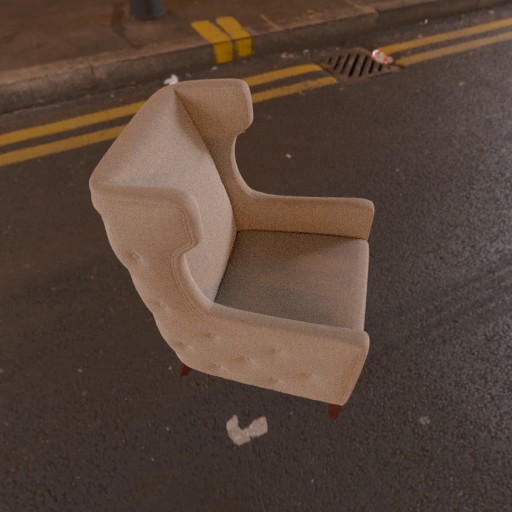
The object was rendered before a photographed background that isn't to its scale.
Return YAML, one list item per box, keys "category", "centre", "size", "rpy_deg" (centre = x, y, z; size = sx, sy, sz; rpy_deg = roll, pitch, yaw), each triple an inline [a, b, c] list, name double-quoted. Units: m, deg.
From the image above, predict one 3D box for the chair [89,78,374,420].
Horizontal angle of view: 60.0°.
- category: "chair"
  centre: [0.000, 0.000, 1.725]
  size: [0.899, 1.079, 0.778]
  rpy_deg: [9, 48, 8]
